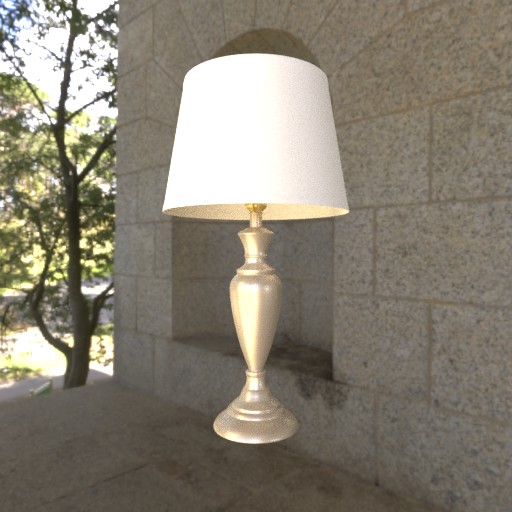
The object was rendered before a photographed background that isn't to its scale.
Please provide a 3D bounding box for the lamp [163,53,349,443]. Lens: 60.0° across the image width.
[{"bbox_3d":[0.000,0.000,0.796,0.328,0.612,0.328,0,0,0],"label":"lamp"}]
